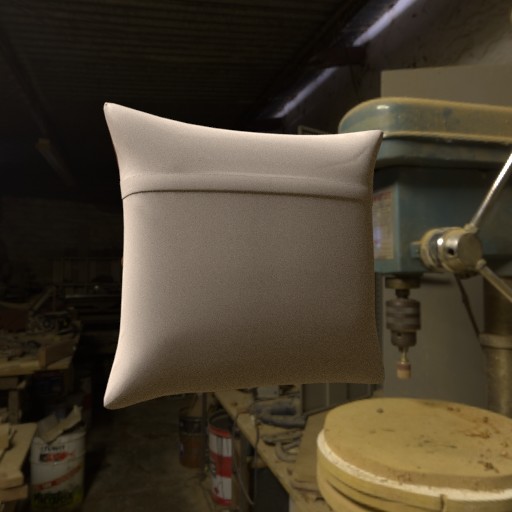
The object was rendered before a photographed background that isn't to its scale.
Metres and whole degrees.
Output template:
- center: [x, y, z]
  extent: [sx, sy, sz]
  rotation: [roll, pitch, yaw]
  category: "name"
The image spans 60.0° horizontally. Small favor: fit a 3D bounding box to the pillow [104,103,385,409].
- center: [0.000, 0.000, 0.767]
  extent: [0.501, 0.477, 0.192]
  rotation: [0, -1, -17]
  category: "pillow"
